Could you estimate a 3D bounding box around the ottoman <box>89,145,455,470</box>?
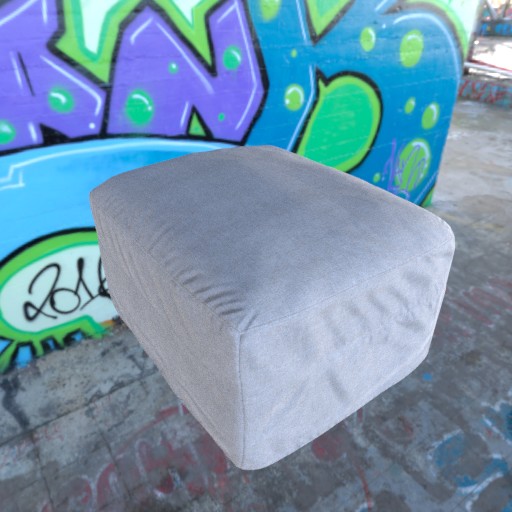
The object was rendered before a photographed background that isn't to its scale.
[{"bbox_3d":[0.000,0.000,1.247,0.683,0.481,0.837,-21,37,-30],"label":"ottoman"}]
